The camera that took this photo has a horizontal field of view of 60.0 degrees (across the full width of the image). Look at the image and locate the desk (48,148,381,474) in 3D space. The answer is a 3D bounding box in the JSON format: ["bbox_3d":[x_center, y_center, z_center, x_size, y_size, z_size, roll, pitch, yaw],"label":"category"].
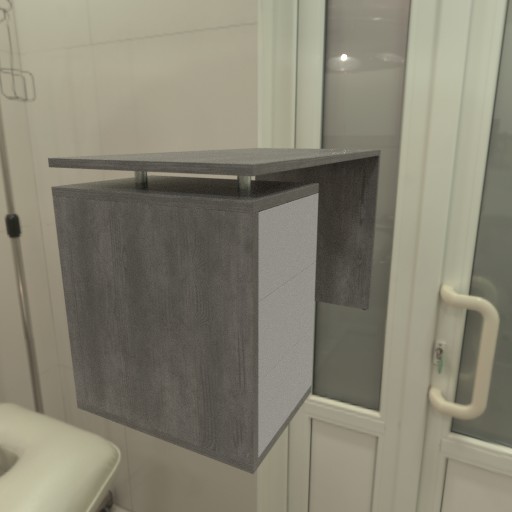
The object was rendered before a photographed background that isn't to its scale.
[{"bbox_3d":[0.000,0.000,1.630,0.600,0.740,1.200,8,17,26],"label":"desk"}]
